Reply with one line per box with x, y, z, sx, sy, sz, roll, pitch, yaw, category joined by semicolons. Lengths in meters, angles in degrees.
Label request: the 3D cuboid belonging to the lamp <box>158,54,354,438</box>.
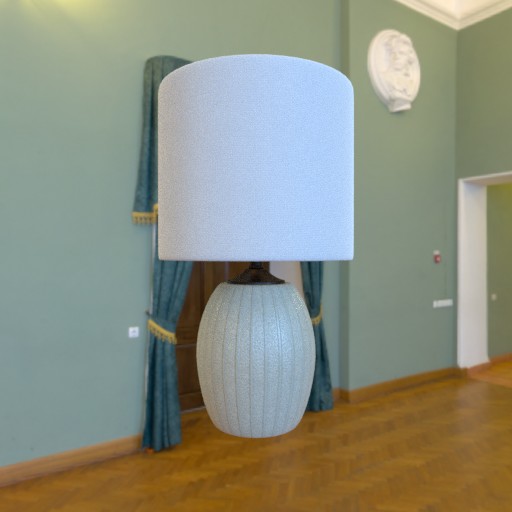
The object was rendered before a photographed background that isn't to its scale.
0.000;0.000;0.764;0.329;0.570;0.329;0;0;-35;lamp
